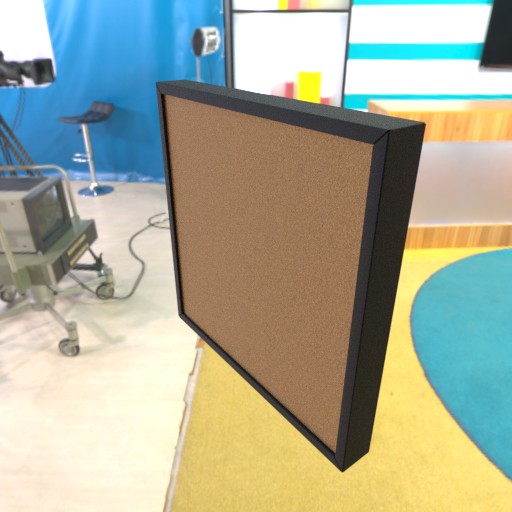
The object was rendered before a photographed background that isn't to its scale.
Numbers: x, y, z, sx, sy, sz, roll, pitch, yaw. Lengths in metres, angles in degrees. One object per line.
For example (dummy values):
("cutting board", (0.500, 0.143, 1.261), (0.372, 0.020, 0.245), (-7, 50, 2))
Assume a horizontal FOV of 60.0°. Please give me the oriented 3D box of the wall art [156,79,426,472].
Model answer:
("wall art", (0.000, 0.000, 0.446), (0.037, 0.305, 0.305), (-20, 33, -33))
